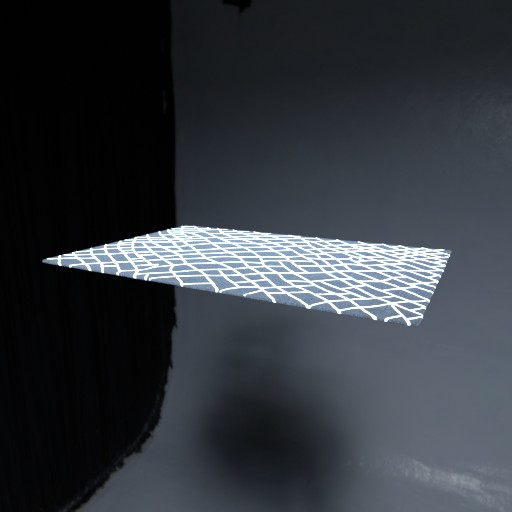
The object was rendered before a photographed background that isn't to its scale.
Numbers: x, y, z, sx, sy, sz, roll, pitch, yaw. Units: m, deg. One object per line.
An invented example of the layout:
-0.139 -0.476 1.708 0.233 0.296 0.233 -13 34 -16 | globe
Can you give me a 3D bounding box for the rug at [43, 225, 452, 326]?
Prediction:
0.000 0.000 2.363 1.830 0.013 1.223 7 15 27 | rug
